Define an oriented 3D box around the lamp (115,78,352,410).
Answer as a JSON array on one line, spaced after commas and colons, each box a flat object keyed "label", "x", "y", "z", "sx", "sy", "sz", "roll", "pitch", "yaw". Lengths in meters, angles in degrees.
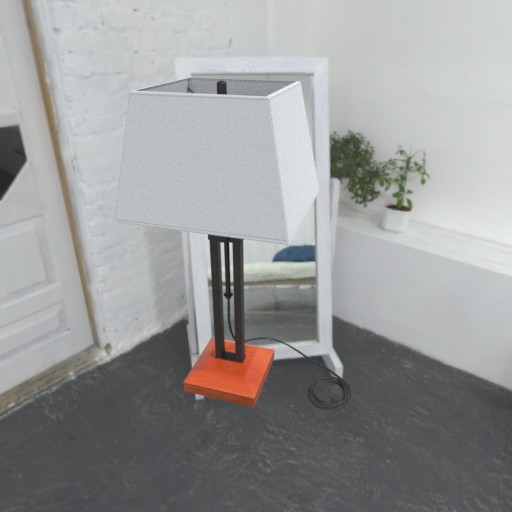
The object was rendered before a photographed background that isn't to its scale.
[{"label": "lamp", "x": 0.000, "y": 0.000, "z": 1.003, "sx": 0.498, "sy": 0.737, "sz": 0.310, "roll": 8, "pitch": 29, "yaw": 16}]
